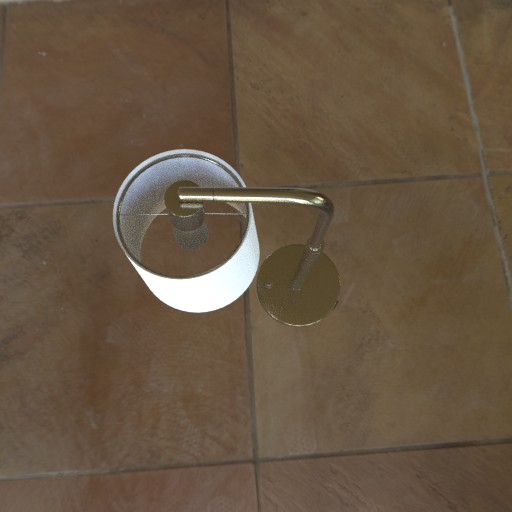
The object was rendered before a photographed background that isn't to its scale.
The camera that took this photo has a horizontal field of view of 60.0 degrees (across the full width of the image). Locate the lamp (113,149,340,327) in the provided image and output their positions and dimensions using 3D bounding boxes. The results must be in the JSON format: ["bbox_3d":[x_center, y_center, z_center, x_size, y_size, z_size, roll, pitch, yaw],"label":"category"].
[{"bbox_3d":[0.000,0.000,0.657,0.333,0.489,0.171,-1,75,0],"label":"lamp"}]
